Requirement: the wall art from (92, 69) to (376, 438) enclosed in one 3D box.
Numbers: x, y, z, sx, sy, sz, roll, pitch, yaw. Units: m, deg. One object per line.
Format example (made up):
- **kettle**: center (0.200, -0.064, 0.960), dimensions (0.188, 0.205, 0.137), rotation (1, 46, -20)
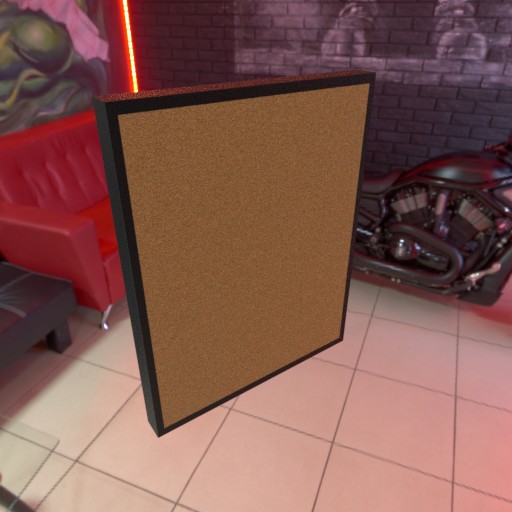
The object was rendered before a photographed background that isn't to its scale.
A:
- **wall art**: center (0.000, 0.000, 0.501), dimensions (0.294, 0.369, 0.030), rotation (-19, 35, -30)
